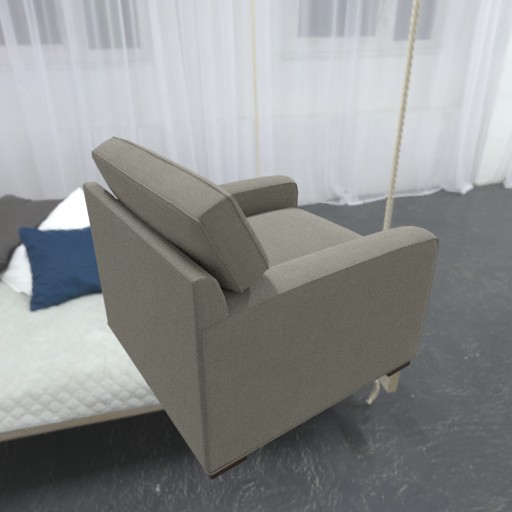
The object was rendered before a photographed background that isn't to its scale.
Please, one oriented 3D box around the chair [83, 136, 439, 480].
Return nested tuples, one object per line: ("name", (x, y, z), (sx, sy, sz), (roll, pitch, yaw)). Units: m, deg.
("chair", (0.000, 0.000, 1.825), (1.044, 0.934, 0.999), (-17, 31, -30))
